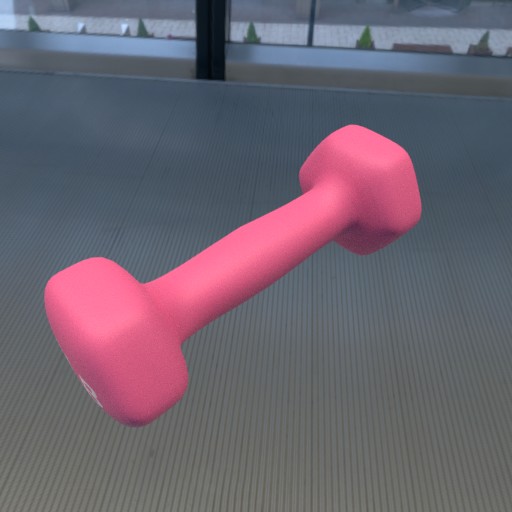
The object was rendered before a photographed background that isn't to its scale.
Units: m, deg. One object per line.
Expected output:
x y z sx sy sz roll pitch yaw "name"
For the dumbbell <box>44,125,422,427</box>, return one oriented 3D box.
0.000 0.000 0.167 0.146 0.053 0.058 -32 54 -27 "dumbbell"
